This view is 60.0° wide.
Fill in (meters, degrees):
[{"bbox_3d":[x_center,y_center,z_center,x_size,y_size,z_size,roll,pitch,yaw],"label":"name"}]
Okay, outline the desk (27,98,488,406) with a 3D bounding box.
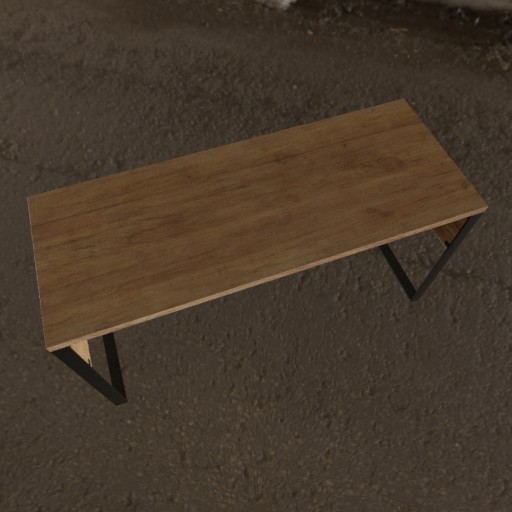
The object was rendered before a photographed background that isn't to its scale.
[{"bbox_3d":[0.000,0.000,1.896,1.520,0.760,0.600,-17,61,-10],"label":"desk"}]
